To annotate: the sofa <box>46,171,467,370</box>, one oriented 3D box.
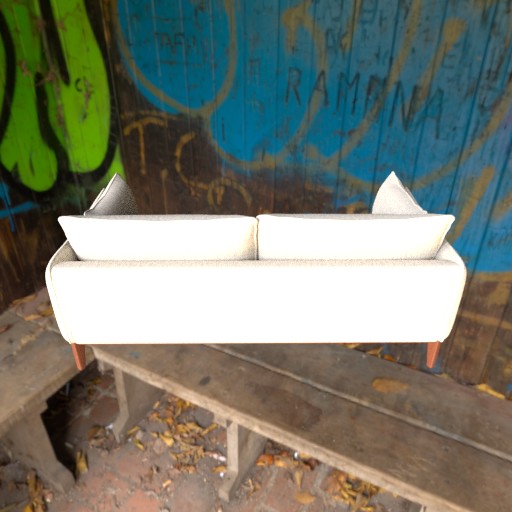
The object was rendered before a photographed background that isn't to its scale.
[{"bbox_3d":[0.000,0.000,2.523,1.989,0.860,0.991,0,31,0],"label":"sofa"}]
